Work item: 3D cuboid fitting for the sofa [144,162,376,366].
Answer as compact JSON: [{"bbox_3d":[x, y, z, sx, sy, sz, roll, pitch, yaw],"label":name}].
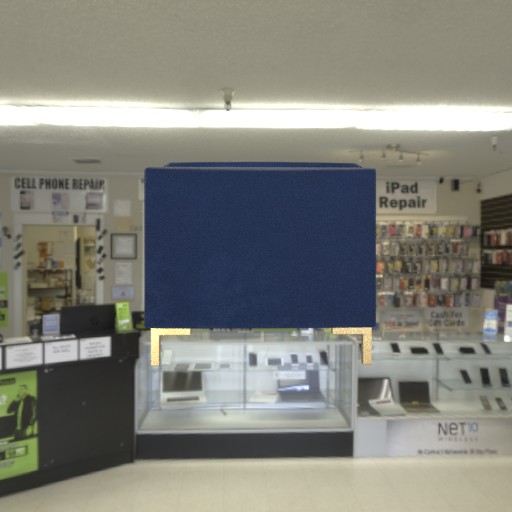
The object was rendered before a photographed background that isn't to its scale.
[{"bbox_3d":[0.000,0.000,2.490,0.796,0.705,2.102,0,1,-1],"label":"sofa"}]
